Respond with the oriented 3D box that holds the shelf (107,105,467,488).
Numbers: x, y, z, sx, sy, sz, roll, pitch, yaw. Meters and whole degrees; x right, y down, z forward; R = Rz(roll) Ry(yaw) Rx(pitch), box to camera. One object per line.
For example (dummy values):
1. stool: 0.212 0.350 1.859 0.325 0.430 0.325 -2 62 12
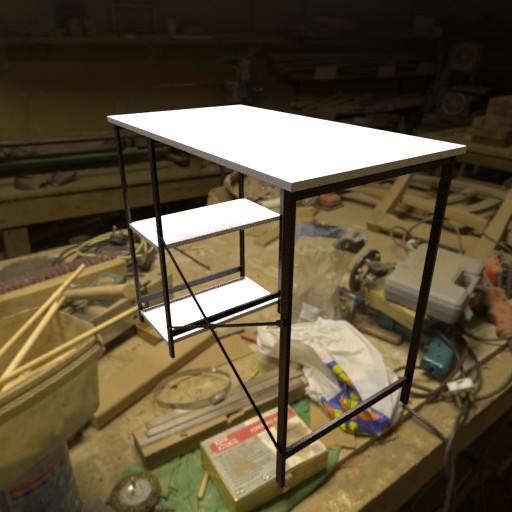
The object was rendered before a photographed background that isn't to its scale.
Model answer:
1. shelf: 0.000 0.000 1.338 0.498 0.750 0.902 -17 30 -31
